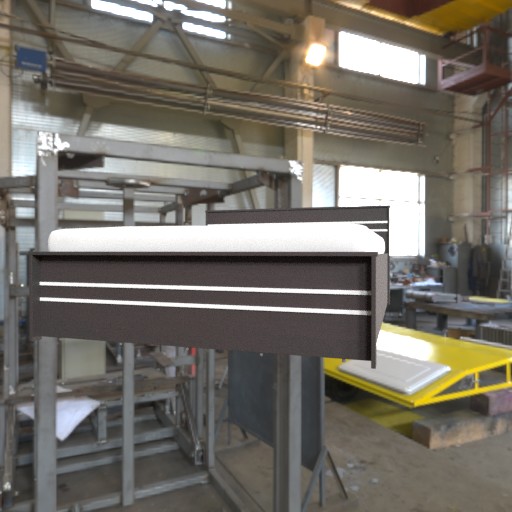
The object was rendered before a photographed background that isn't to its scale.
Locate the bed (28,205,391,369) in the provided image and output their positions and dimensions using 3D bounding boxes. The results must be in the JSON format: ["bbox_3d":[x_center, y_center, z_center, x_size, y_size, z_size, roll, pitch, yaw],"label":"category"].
[{"bbox_3d":[0.000,0.000,2.891,1.634,0.808,2.103,0,1,18],"label":"bed"}]
